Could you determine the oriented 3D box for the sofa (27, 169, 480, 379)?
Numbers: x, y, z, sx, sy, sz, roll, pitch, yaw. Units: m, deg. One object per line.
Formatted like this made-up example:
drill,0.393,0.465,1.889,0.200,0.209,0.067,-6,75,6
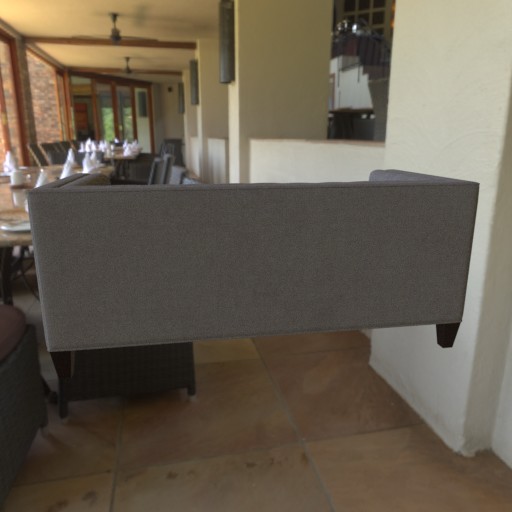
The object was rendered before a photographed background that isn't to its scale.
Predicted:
sofa,0.000,0.000,2.161,1.778,0.762,0.775,-2,15,-9
